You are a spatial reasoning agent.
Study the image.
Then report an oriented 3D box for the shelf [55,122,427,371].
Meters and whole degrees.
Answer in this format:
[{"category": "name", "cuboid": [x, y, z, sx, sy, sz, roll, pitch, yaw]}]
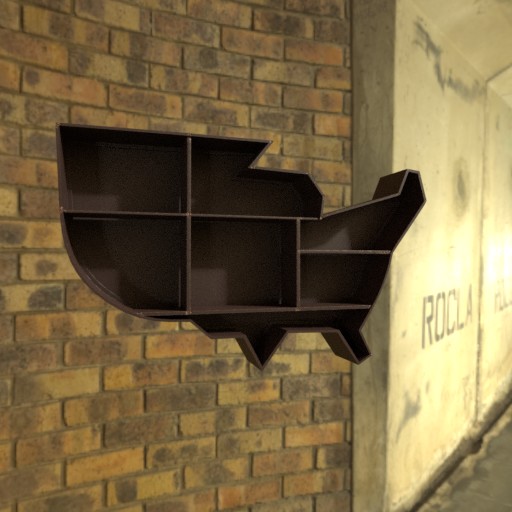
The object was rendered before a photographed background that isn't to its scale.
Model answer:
[{"category": "shelf", "cuboid": [0.000, 0.000, 0.891, 0.729, 0.439, 0.112, 0, -1, -17]}]
